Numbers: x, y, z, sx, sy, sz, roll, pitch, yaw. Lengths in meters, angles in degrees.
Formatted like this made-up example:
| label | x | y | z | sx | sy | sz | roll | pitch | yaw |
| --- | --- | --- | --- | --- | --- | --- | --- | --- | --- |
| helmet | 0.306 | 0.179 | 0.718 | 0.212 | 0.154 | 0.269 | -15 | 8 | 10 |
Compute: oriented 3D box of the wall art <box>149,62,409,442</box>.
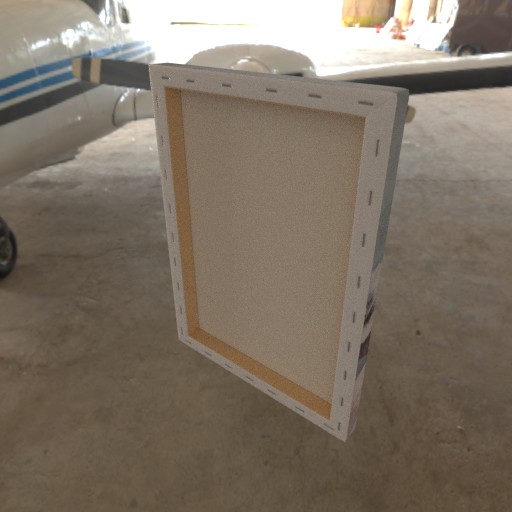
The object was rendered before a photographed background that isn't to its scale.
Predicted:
| label | x | y | z | sx | sy | sz | roll | pitch | yaw |
| --- | --- | --- | --- | --- | --- | --- | --- | --- | --- |
| wall art | 0.000 | 0.000 | 0.801 | 0.455 | 0.613 | 0.037 | 22 | 36 | 34 |
